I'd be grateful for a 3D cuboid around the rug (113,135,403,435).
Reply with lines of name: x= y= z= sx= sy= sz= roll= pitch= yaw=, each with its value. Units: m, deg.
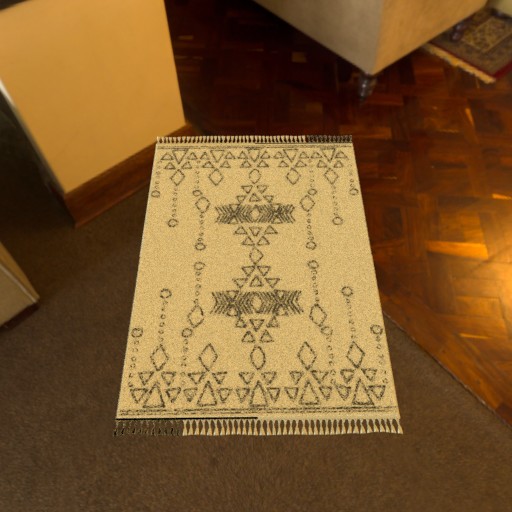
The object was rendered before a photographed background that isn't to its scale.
rug: x=0.000 y=0.000 z=3.045 sx=1.600 sy=0.013 sz=2.312 roll=0 pitch=59 yaw=0
